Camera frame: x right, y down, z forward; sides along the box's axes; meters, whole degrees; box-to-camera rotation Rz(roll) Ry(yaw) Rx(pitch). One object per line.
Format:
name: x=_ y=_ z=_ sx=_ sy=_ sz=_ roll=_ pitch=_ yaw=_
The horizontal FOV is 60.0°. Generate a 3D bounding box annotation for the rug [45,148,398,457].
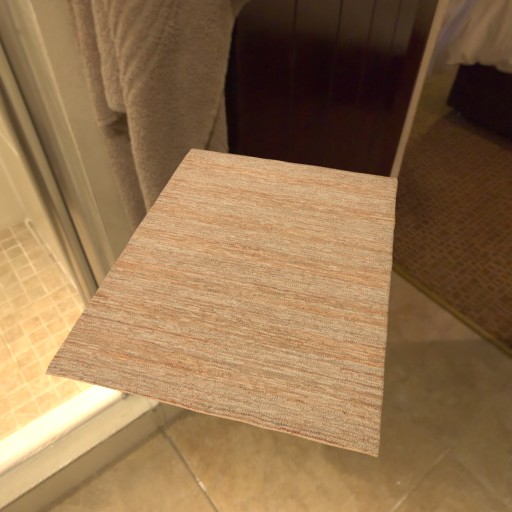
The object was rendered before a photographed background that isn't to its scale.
rug: x=0.000 y=0.000 z=3.863 sx=2.313 sy=0.009 sz=2.939 roll=11 pitch=47 yaw=10
